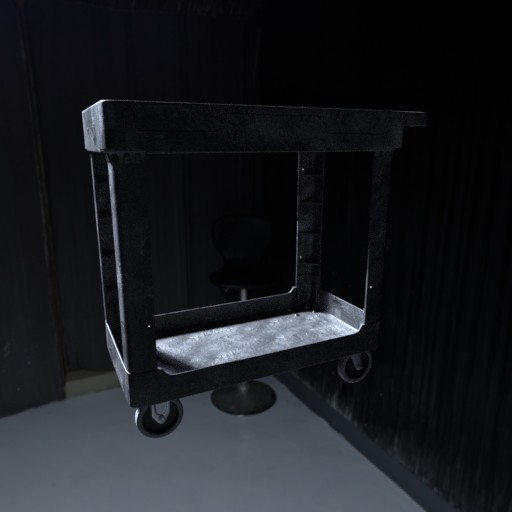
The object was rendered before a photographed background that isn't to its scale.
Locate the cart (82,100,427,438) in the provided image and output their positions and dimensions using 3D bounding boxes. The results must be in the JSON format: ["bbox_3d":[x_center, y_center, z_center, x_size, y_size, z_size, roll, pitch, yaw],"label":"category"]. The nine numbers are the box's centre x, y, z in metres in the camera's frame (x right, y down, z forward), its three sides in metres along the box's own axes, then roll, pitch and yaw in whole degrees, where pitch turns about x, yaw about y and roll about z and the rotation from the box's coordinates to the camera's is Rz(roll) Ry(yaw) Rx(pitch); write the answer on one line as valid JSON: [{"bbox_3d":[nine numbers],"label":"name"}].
[{"bbox_3d":[0.000,0.000,1.333,0.877,0.824,0.420,-7,16,-25],"label":"cart"}]
